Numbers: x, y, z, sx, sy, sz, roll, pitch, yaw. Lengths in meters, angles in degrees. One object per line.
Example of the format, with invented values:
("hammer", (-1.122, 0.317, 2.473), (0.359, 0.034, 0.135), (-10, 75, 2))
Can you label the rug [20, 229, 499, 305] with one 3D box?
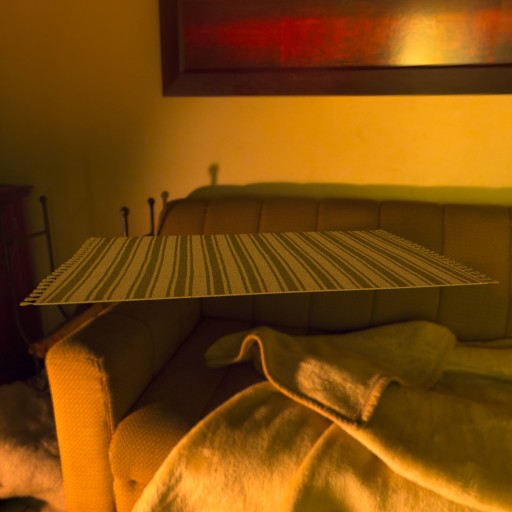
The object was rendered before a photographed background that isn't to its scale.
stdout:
("rug", (0.000, 0.000, 2.248), (1.875, 0.013, 1.162), (-2, 14, -8))
